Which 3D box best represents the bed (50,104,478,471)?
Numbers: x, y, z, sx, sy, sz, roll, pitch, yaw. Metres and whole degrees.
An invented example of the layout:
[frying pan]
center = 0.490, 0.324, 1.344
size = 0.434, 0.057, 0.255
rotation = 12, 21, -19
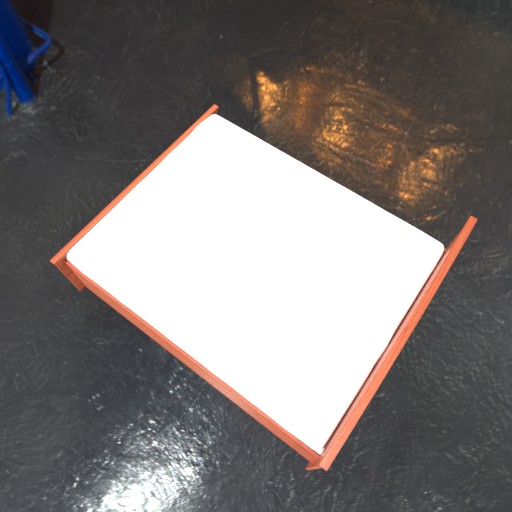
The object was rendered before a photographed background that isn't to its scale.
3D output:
[bed]
center = 0.000, 0.000, 2.937
size = 2.053, 0.848, 1.683
rotation = 33, 68, 15
